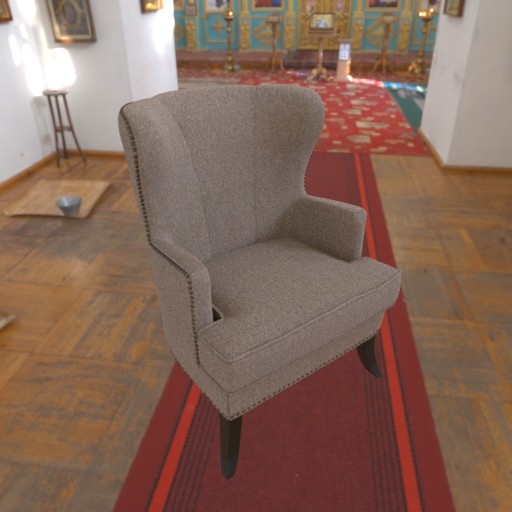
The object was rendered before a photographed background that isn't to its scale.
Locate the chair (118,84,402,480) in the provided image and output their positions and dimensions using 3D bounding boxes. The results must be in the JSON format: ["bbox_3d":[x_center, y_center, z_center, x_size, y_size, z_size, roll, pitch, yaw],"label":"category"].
[{"bbox_3d":[0.000,0.000,1.586,0.759,1.060,0.758,-20,35,-32],"label":"chair"}]
